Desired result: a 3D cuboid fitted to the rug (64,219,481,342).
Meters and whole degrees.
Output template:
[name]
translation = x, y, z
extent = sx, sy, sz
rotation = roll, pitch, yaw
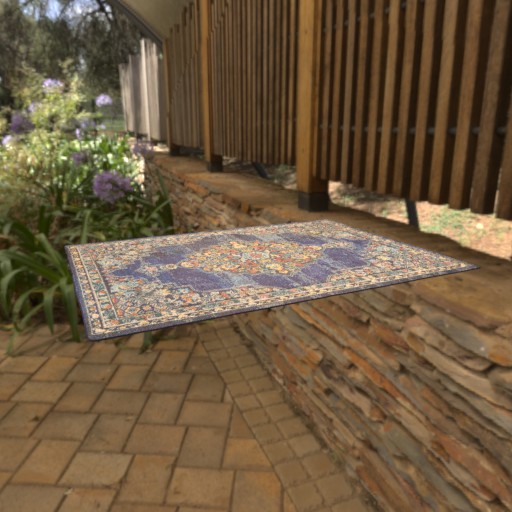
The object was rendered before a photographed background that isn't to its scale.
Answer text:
[rug]
translation = 0.000, 0.000, 2.891
extent = 2.232, 0.009, 1.630
rotation = -8, 18, -25
